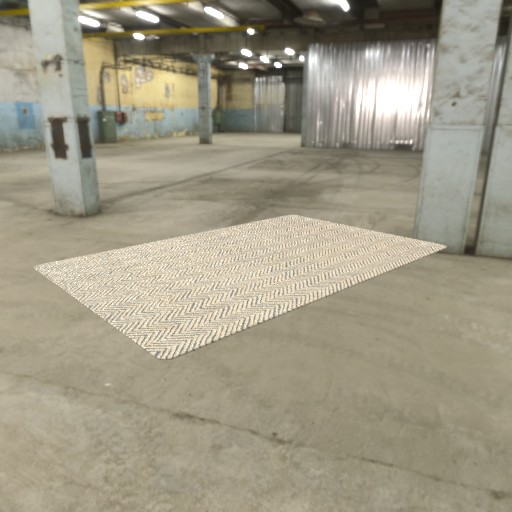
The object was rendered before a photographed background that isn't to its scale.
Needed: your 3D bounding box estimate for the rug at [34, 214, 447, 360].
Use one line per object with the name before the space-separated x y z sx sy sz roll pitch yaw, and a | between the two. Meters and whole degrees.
rug | 0.000 0.000 2.204 1.752 0.008 1.144 -15 23 -40
